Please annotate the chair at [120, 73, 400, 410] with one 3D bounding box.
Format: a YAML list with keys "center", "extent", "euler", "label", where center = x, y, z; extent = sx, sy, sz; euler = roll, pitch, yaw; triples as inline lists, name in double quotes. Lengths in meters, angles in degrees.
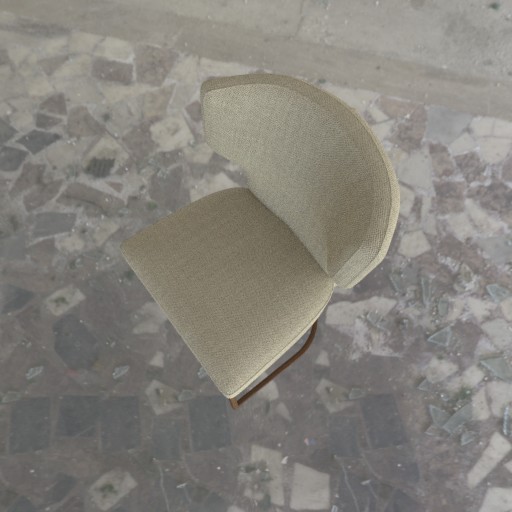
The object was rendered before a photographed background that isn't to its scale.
- center: [0.000, 0.000, 1.305]
  extent: [0.617, 0.824, 0.611]
  euler: [-35, 69, -16]
  label: "chair"
